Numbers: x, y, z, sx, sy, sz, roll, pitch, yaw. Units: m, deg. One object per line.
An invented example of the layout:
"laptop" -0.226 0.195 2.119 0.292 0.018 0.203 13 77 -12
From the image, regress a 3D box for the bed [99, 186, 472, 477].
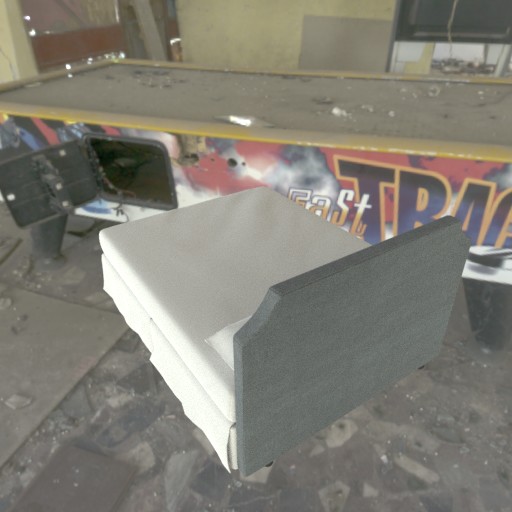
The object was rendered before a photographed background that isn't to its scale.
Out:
"bed" 0.000 0.000 3.600 1.977 1.306 2.464 -20 37 -29
